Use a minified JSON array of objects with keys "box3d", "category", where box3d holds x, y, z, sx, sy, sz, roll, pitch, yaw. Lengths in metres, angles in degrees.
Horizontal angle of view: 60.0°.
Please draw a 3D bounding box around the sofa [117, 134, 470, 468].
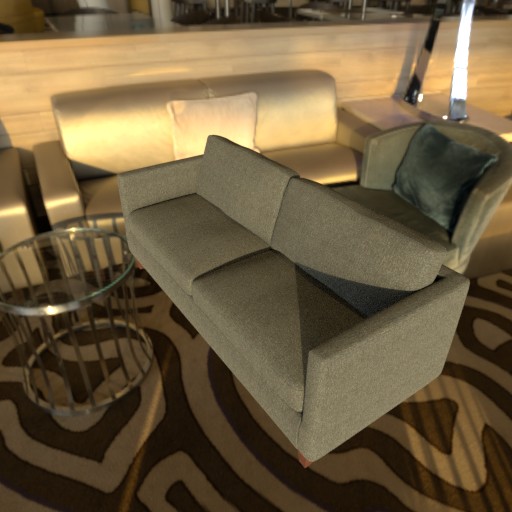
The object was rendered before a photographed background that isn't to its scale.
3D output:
[{"box3d":[0.000,0.000,2.729,0.948,0.965,2.208,-20,38,-28],"category":"sofa"}]
